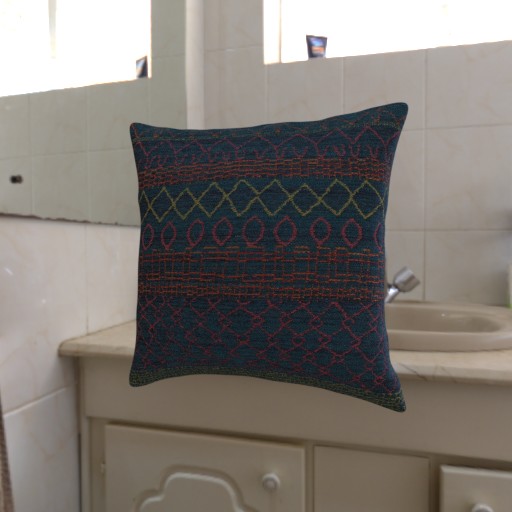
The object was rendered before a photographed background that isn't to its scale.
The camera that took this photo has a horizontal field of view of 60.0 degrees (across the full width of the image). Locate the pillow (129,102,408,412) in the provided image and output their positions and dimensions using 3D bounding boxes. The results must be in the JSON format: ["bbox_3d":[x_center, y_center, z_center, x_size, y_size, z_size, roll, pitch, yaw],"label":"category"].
[{"bbox_3d":[0.000,0.000,0.666,0.431,0.431,0.141,0,1,17],"label":"pillow"}]
